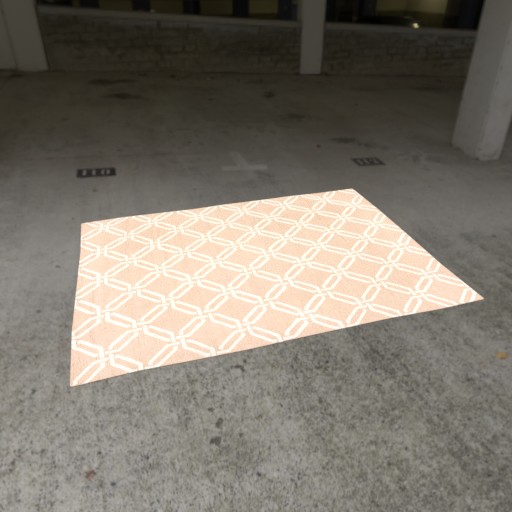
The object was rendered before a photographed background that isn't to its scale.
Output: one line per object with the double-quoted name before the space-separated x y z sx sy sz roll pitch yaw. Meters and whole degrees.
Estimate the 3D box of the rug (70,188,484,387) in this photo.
"rug" 0.000 0.000 4.360 3.365 0.020 2.452 -9 33 -14
